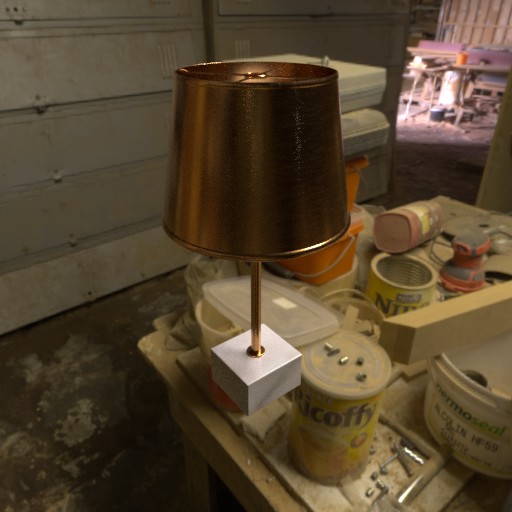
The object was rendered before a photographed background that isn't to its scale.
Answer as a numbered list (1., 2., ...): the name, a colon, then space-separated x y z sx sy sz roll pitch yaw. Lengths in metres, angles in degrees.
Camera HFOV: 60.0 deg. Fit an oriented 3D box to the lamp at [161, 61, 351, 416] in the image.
1. lamp: 0.000 0.000 0.522 0.208 0.406 0.208 0 29 0
